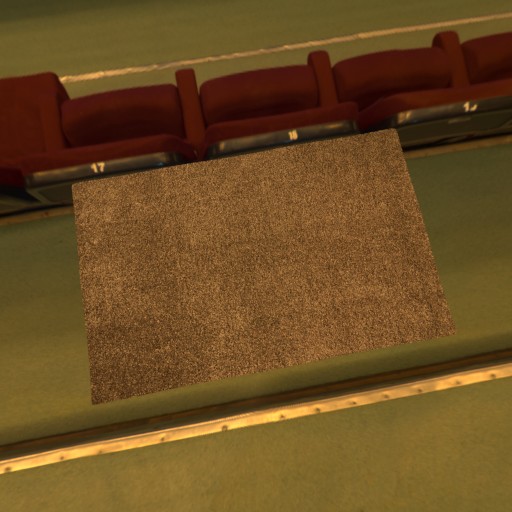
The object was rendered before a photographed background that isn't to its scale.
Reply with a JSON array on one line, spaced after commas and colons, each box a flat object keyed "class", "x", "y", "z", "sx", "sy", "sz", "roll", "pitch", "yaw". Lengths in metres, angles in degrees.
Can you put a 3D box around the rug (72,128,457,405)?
[{"class": "rug", "x": 0.000, "y": 0.000, "z": 2.986, "sx": 2.352, "sy": 0.025, "sz": 1.501, "roll": -10, "pitch": 76, "yaw": -3}]
